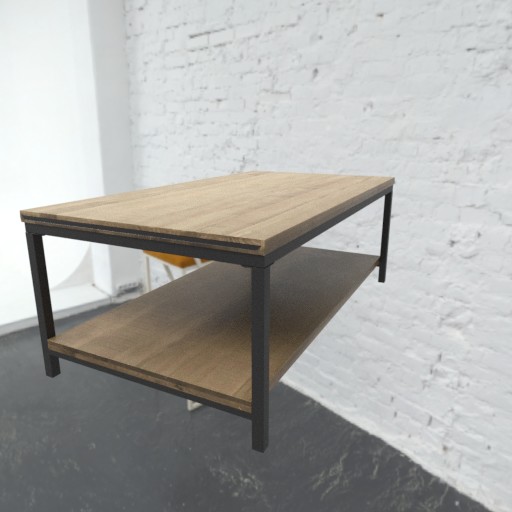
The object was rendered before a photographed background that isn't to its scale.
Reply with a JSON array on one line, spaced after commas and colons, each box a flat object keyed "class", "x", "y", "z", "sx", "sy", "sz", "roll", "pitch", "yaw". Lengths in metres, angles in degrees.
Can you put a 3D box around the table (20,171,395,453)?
[{"class": "table", "x": 0.000, "y": 0.000, "z": 1.314, "sx": 0.574, "sy": 0.393, "sz": 1.062, "roll": 8, "pitch": 18, "yaw": 26}]
